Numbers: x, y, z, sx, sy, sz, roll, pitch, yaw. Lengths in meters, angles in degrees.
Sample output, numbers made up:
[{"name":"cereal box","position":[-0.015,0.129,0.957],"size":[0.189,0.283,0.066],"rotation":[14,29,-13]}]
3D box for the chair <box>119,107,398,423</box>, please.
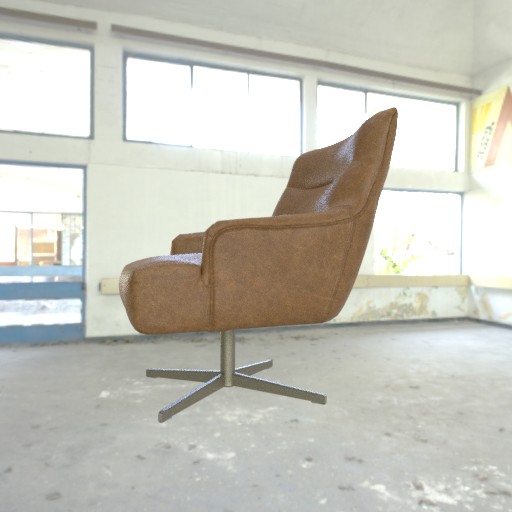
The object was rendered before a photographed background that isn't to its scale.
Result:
[{"name":"chair","position":[0.000,0.000,1.478],"size":[0.874,0.869,0.729],"rotation":[0,0,-18]}]
